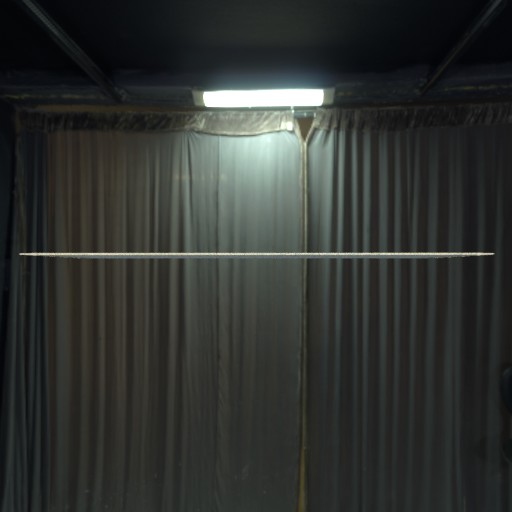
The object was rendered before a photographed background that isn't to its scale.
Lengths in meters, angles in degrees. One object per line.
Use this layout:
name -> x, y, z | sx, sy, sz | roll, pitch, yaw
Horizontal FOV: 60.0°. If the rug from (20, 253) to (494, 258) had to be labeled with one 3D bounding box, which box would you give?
rug -> 0.000, 0.000, 2.651 | 2.440, 0.013, 0.769 | 0, -2, 1
